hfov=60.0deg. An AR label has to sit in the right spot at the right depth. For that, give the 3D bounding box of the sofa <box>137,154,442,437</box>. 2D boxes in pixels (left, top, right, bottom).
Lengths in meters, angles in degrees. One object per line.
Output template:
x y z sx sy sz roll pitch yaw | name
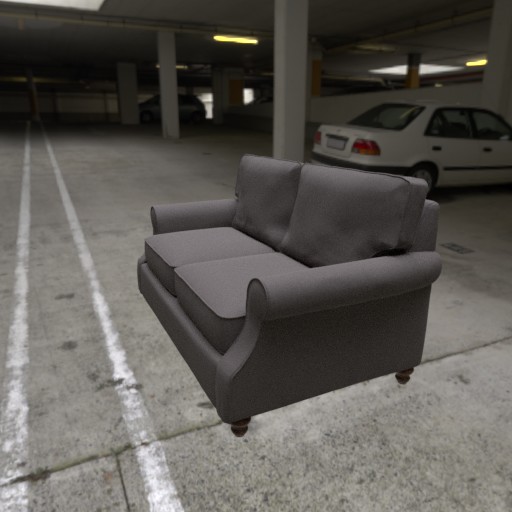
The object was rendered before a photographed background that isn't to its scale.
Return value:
0.000 0.000 2.291 0.964 0.937 1.665 -8 18 -25 | sofa
